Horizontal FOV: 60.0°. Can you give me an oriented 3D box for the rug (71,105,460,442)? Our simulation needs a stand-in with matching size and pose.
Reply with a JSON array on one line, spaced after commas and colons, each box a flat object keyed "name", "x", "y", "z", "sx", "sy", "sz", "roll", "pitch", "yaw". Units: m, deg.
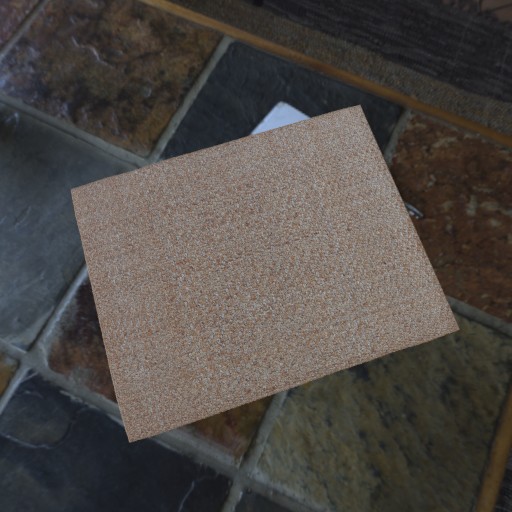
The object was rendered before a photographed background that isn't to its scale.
[{"name": "rug", "x": 0.000, "y": 0.000, "z": 4.127, "sx": 3.048, "sy": 0.013, "sz": 2.439, "roll": -17, "pitch": 75, "yaw": -5}]
